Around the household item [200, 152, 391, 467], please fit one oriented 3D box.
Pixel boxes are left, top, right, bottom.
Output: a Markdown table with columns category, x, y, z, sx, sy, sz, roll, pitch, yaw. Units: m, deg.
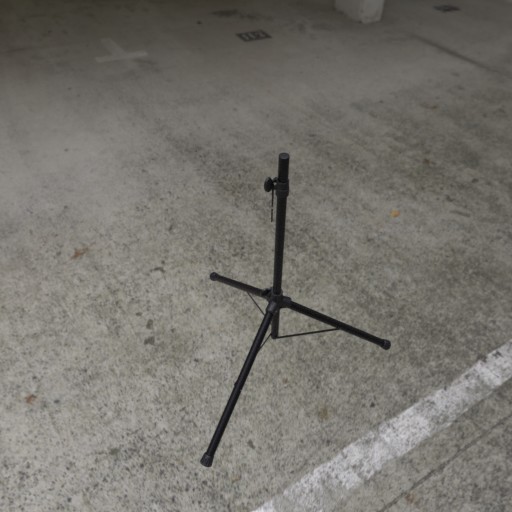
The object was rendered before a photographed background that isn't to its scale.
| category | x | y | z | sx | sy | sz | roll | pitch | yaw |
| --- | --- | --- | --- | --- | --- | --- | --- | --- | --- |
| household item | 0.000 | 0.000 | 1.828 | 1.045 | 1.136 | 0.907 | -24 | 51 | -21 |
